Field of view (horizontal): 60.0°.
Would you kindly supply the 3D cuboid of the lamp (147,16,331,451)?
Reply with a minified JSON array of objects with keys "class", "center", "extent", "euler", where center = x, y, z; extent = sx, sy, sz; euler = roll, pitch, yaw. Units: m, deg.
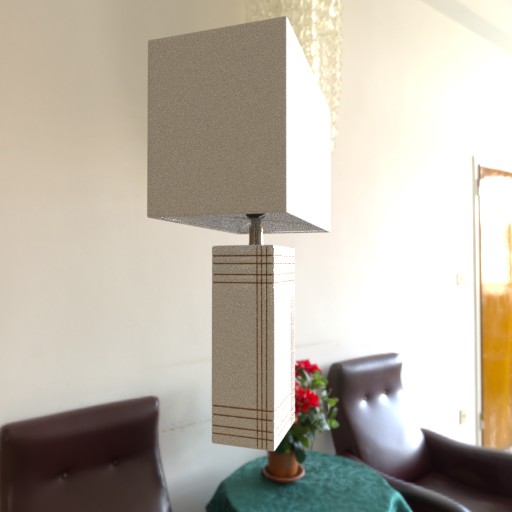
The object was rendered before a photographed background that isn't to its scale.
[{"class":"lamp","center":[0.000,0.000,0.687],"extent":[0.182,0.543,0.334],"euler":[0,-1,18]}]
